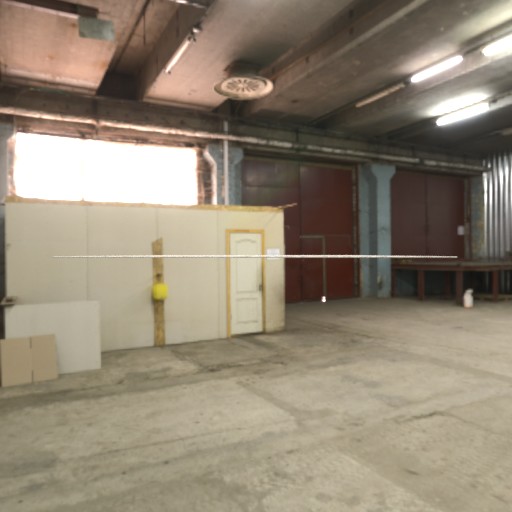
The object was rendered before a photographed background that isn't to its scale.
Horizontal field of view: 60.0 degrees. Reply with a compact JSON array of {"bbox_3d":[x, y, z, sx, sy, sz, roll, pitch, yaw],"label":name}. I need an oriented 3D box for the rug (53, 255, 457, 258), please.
[{"bbox_3d":[0.000,0.000,4.163,2.421,0.008,3.045,0,0,0],"label":"rug"}]
